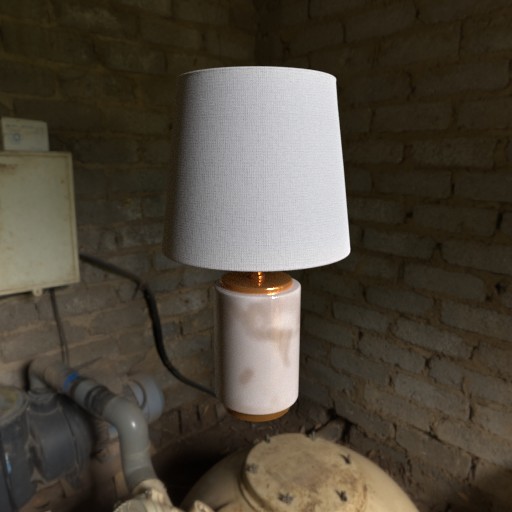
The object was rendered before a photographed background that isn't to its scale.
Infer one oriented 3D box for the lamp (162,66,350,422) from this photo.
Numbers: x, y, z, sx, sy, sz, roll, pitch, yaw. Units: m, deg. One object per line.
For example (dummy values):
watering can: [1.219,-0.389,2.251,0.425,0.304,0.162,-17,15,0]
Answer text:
lamp: [0.000,0.000,0.458,0.189,0.340,0.189,0,13,0]
